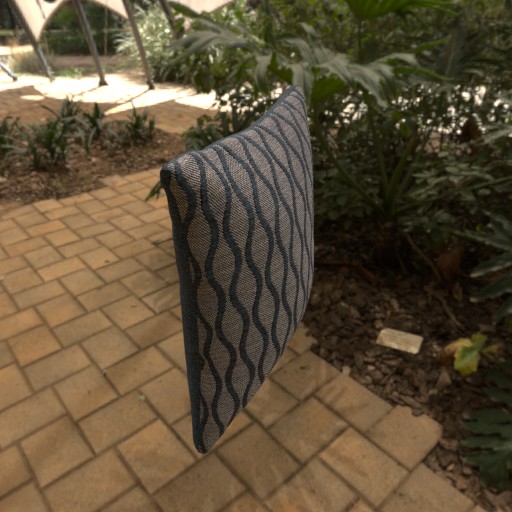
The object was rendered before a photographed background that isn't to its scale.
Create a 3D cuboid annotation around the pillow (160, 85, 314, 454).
[{"bbox_3d":[0.000,0.000,0.685,0.159,0.435,0.435,10,32,17],"label":"pillow"}]
